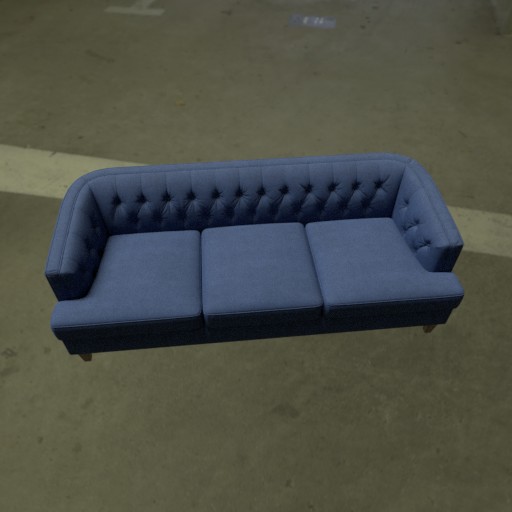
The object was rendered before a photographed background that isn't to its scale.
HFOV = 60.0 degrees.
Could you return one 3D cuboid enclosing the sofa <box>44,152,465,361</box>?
[{"bbox_3d":[0.000,0.000,2.693,2.235,0.787,0.914,-4,46,-4],"label":"sofa"}]
